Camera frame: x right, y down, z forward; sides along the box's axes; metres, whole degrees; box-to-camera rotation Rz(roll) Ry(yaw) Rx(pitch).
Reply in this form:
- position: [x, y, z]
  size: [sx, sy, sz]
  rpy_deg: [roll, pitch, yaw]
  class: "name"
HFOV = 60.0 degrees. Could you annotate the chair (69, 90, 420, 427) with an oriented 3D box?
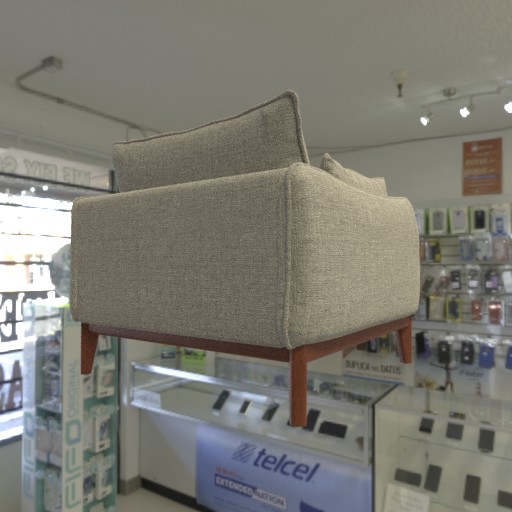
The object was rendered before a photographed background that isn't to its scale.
- position: [0.000, 0.000, 1.663]
  size: [0.993, 0.839, 0.976]
  rpy_deg: [-1, -2, 36]
  class: "chair"
